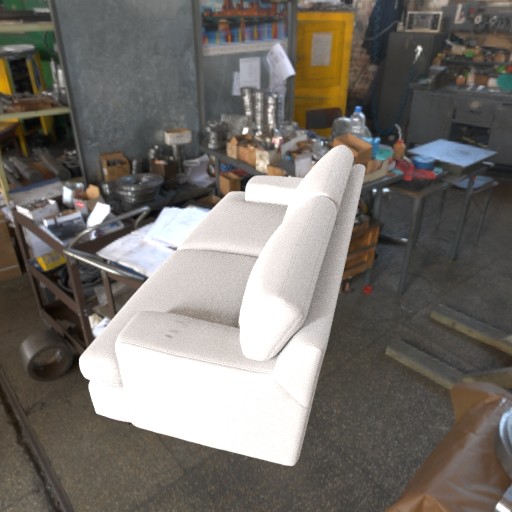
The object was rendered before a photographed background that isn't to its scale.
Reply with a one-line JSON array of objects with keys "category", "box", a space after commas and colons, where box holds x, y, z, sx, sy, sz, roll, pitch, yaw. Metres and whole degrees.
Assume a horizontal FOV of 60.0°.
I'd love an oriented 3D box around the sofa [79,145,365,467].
[{"category": "sofa", "box": [0.000, 0.000, 2.792, 1.143, 0.940, 2.261, 8, 31, 14]}]
